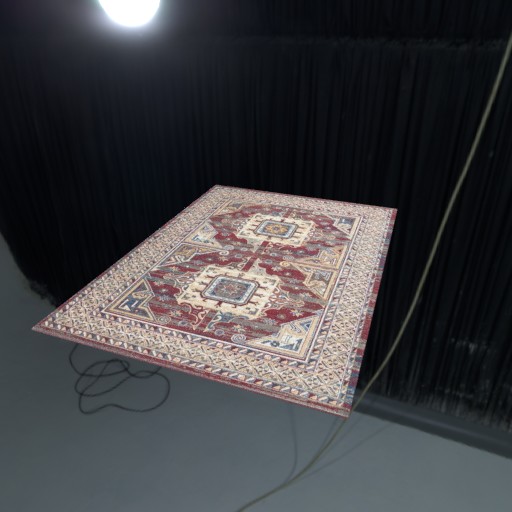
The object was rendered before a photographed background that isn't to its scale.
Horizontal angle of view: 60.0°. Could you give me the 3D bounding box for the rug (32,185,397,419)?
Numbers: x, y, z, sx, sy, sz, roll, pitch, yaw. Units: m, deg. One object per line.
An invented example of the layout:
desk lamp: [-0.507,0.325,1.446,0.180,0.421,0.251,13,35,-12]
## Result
rug: [0.000,0.000,2.899,1.599,0.011,2.210,10,31,18]
